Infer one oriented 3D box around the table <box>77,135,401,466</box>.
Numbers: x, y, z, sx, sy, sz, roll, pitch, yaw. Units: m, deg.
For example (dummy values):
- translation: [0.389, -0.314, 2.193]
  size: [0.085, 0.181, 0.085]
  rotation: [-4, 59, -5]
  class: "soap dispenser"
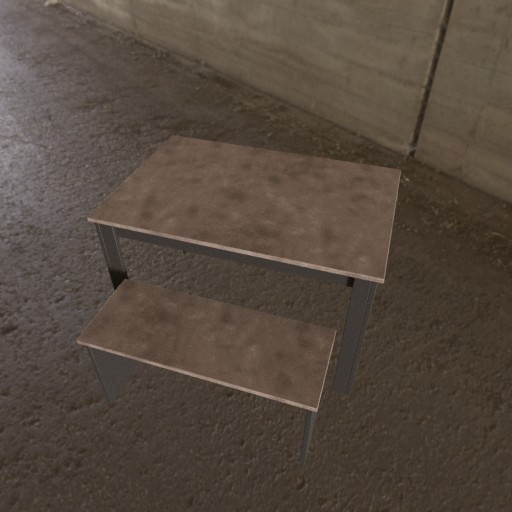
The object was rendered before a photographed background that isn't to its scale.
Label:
- translation: [0.000, 0.000, 2.036]
  size: [1.100, 0.700, 1.443]
  rotation: [12, 42, 14]
  class: "table"
